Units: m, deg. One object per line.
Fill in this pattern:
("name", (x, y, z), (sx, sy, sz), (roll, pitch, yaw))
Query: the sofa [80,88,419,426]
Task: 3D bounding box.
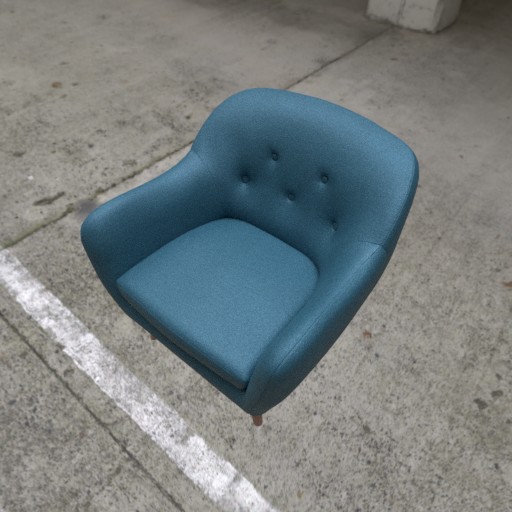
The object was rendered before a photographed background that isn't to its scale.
("sofa", (0.000, 0.000, 1.545), (0.836, 0.817, 0.825), (31, 54, 26))
